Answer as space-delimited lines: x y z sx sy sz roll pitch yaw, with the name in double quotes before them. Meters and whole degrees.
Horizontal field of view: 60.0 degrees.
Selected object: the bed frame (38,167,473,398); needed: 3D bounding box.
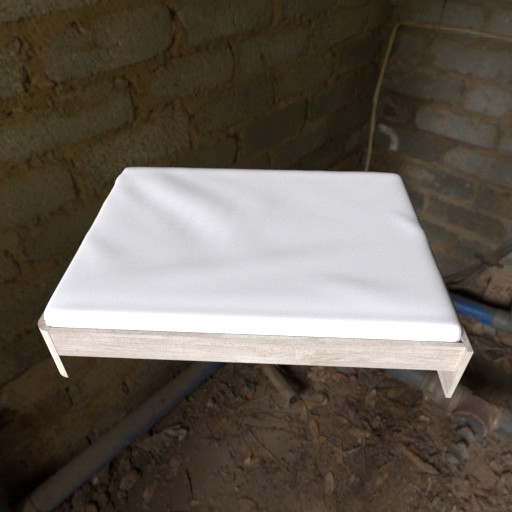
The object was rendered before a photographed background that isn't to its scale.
"bed frame" 0.000 0.000 2.596 1.950 0.462 1.490 2 40 2
